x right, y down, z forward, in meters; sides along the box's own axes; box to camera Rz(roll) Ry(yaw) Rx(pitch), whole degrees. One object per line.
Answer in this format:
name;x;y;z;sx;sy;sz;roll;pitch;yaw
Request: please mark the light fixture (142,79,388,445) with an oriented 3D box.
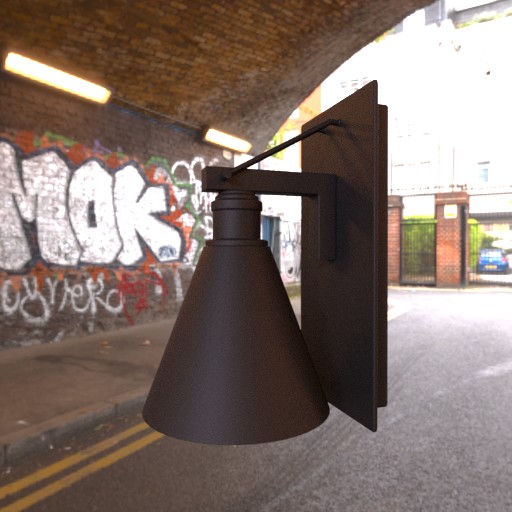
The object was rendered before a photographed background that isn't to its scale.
light fixture;0.000;0.000;0.415;0.207;0.298;0.170;0;1;-19
